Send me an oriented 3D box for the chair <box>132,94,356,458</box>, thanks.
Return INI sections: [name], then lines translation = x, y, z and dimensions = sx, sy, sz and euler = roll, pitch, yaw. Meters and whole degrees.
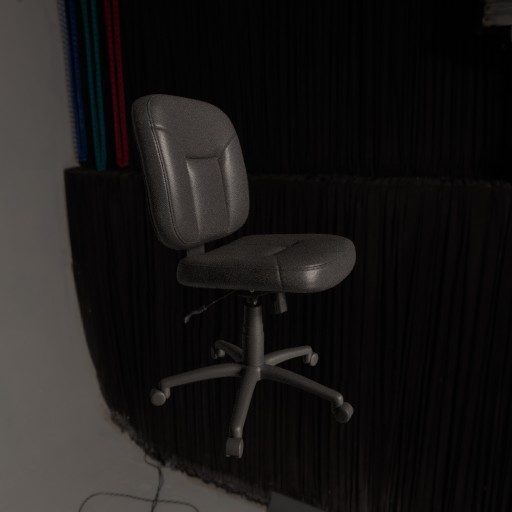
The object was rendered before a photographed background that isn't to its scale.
[chair]
translation = 0.000, 0.000, 1.373
dimensions = 0.646, 0.959, 0.647
euler = 7, 15, 26
